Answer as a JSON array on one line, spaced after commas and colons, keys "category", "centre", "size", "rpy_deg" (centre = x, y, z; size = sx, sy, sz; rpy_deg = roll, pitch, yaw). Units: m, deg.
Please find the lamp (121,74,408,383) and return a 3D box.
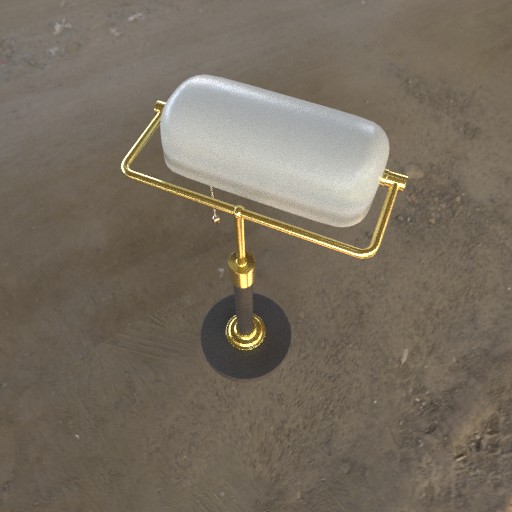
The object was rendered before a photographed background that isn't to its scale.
[{"category": "lamp", "centre": [0.000, 0.000, 0.559], "size": [0.269, 0.404, 0.227], "rpy_deg": [20, 62, 11]}]
